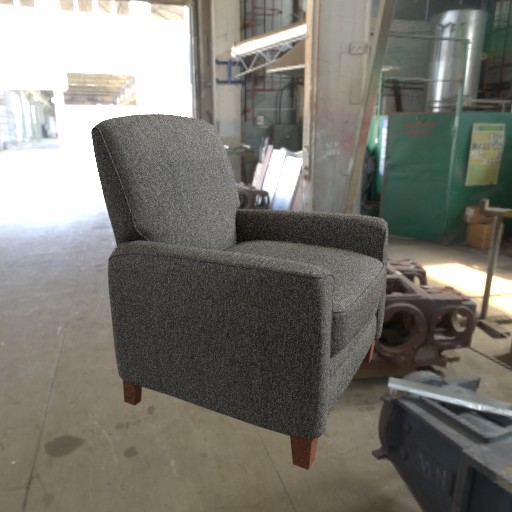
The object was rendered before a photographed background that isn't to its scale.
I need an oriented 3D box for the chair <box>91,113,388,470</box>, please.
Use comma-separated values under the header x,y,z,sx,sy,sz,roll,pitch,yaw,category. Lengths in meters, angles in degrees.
x,y,z,sx,sy,sz,roll,pitch,yaw,category
0.000,0.000,1.637,0.864,1.014,0.848,8,18,27,chair
